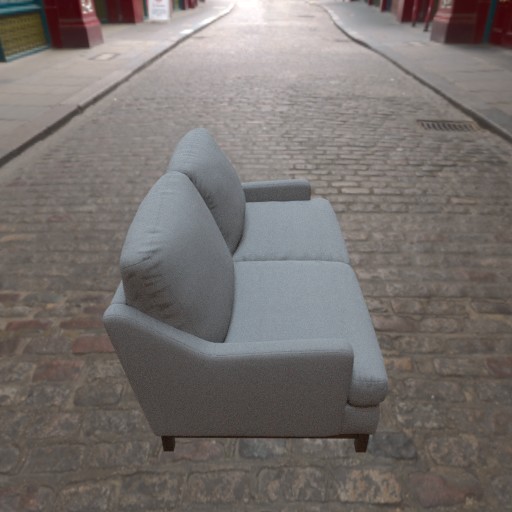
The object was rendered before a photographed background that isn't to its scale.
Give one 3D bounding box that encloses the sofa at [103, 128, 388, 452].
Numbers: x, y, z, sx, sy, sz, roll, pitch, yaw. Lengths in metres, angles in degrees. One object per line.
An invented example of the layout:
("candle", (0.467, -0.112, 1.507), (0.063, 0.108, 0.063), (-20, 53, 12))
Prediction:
("sofa", (0.000, 0.000, 2.198), (0.987, 0.921, 1.589), (0, 31, 0))
